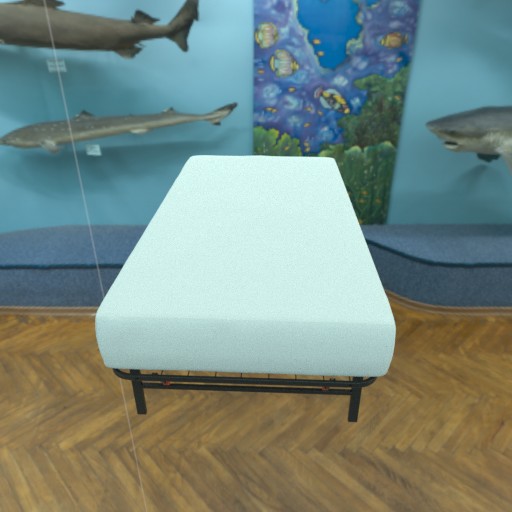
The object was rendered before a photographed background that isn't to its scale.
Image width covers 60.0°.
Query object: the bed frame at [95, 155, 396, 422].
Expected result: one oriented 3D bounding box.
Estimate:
[{"bbox_3d":[0.000,0.000,2.401,1.025,0.640,1.908,1,29,2],"label":"bed frame"}]
